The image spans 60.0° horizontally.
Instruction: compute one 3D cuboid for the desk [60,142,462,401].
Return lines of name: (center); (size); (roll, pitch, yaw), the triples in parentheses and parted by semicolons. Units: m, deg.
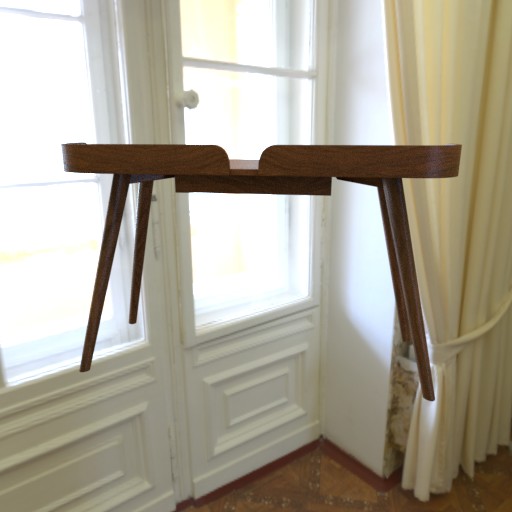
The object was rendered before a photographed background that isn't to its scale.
desk: (0.000, 0.000, 1.616); (1.256, 0.800, 0.486); (2, 16, 8)
